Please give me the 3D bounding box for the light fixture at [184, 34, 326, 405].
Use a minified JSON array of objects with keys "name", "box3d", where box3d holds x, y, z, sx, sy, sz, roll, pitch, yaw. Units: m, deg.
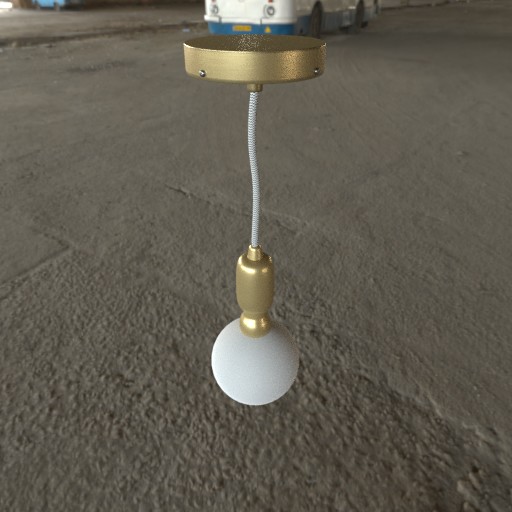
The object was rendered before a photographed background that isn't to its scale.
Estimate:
[{"name":"light fixture","box3d":[0.000,0.000,0.582,0.146,0.510,0.147,20,37,29]}]
